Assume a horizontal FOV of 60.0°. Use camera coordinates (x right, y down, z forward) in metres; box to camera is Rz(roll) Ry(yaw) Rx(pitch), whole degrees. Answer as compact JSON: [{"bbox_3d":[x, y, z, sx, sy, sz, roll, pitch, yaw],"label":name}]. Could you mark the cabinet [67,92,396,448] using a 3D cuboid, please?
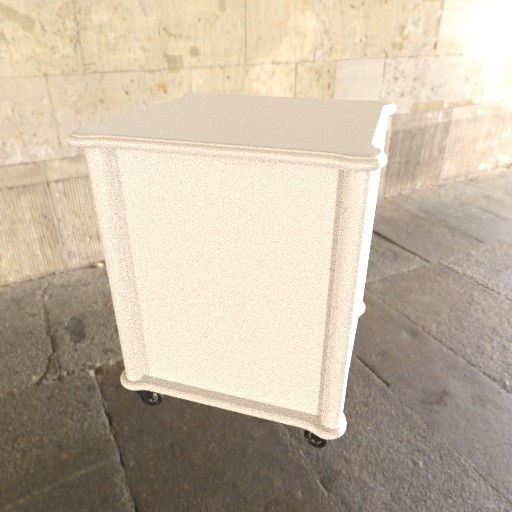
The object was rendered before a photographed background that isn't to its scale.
[{"bbox_3d":[0.000,0.000,1.228,0.627,0.761,0.628,8,29,15],"label":"cabinet"}]
